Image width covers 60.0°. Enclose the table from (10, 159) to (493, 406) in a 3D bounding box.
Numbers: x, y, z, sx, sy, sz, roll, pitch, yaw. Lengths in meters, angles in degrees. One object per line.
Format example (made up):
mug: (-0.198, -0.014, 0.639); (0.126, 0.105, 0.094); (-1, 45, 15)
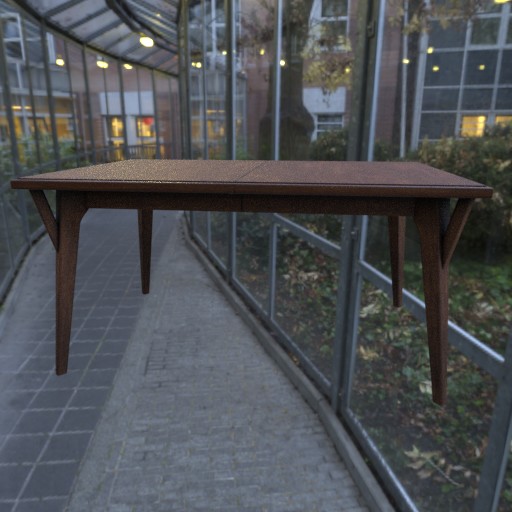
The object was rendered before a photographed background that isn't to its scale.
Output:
table: (0.000, 0.000, 1.956); (1.524, 0.761, 0.990); (2, 16, 8)
